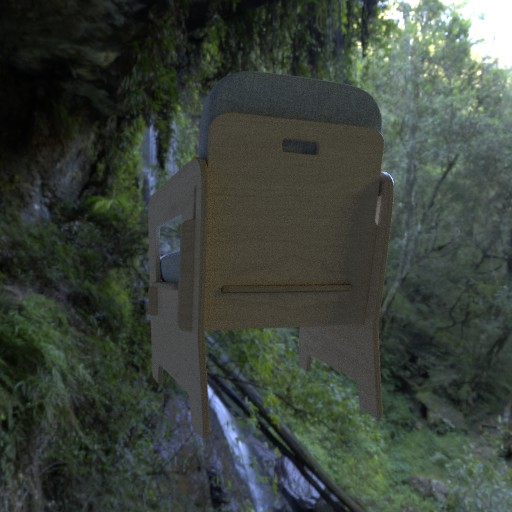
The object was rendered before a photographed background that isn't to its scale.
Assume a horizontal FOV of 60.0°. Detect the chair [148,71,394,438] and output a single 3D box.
[{"bbox_3d":[0.000,0.000,1.306,0.590,0.800,0.710,1,-2,-18],"label":"chair"}]
